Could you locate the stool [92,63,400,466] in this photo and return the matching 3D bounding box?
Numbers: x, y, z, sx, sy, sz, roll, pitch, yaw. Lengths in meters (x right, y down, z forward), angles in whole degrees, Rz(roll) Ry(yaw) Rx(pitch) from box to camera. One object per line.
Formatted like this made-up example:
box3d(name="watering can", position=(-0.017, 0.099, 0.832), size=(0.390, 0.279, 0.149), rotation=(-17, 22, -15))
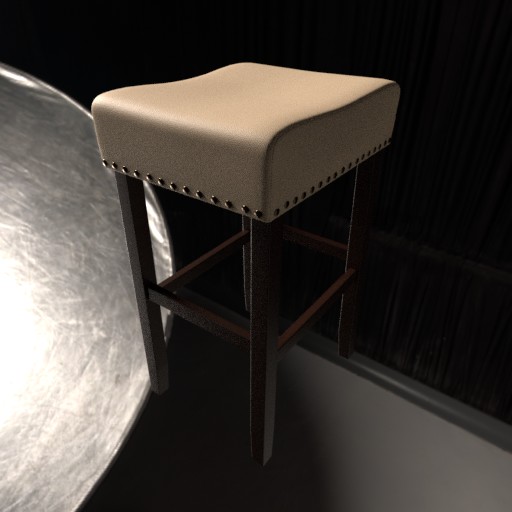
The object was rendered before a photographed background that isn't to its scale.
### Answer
box3d(name="stool", position=(0.000, 0.000, 1.037), size=(0.401, 0.762, 0.471), rotation=(22, 38, 30))
